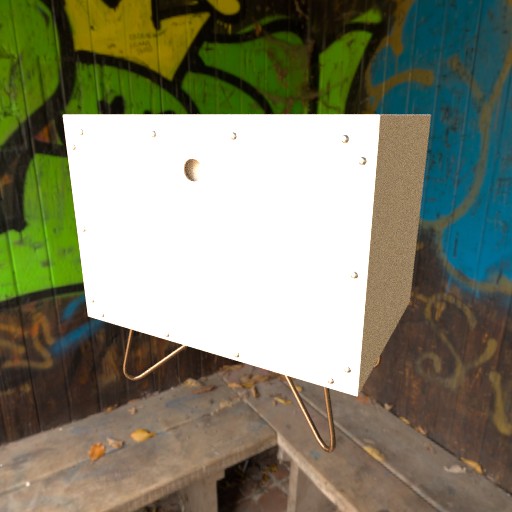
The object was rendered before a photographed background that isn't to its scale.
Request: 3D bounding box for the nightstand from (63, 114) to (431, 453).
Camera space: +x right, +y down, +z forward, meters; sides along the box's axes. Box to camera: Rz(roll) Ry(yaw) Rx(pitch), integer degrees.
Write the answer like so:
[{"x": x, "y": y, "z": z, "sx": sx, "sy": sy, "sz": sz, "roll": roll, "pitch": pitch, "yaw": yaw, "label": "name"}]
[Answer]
[{"x": 0.000, "y": 0.000, "z": 0.995, "sx": 0.614, "sy": 0.604, "sz": 0.447, "roll": 9, "pitch": 20, "yaw": 27, "label": "nightstand"}]
